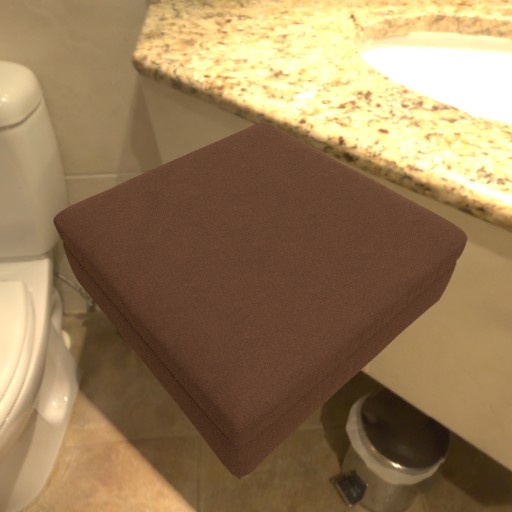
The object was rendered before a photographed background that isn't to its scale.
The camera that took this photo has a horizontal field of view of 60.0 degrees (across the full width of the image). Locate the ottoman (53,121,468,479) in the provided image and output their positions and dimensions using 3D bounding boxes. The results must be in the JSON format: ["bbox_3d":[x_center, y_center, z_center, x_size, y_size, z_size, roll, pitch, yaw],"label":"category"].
[{"bbox_3d":[0.000,0.000,1.832,1.181,0.470,1.181,-32,53,-28],"label":"ottoman"}]
